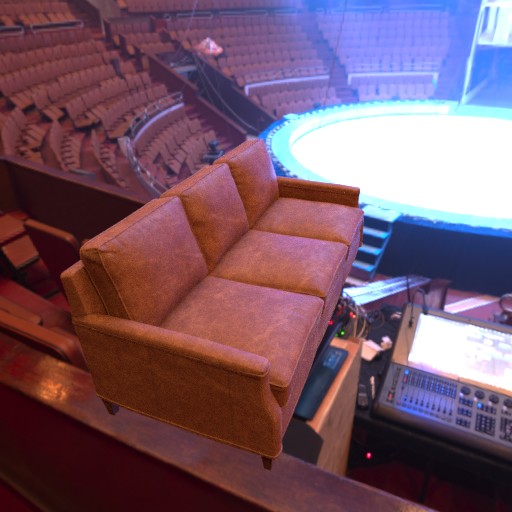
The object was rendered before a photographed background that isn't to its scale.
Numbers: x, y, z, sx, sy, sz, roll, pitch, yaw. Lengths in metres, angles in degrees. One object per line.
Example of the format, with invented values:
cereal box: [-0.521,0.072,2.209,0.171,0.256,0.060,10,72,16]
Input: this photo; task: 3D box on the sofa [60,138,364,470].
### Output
sofa: [0.000,0.000,2.864,1.084,1.003,2.246,11,31,19]
